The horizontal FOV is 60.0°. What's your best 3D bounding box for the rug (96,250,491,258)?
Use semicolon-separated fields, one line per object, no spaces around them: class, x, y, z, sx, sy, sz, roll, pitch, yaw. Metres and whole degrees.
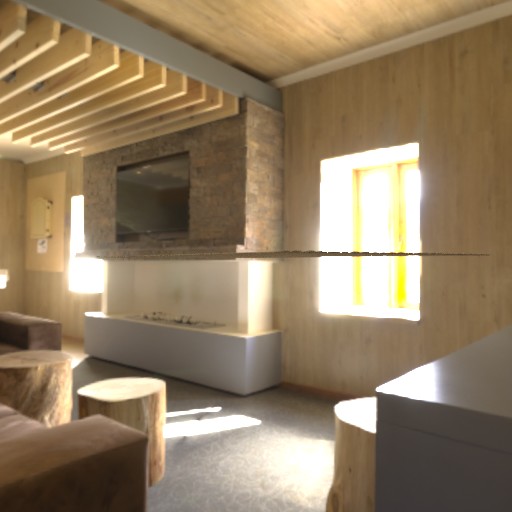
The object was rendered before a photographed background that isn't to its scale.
rug;0.000;0.000;2.526;1.222;0.009;2.084;0;-1;-35
